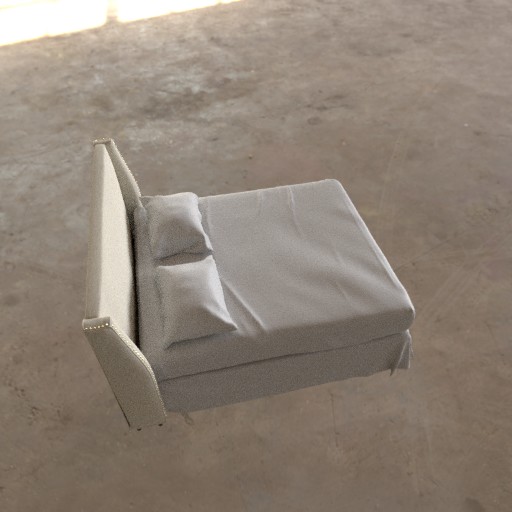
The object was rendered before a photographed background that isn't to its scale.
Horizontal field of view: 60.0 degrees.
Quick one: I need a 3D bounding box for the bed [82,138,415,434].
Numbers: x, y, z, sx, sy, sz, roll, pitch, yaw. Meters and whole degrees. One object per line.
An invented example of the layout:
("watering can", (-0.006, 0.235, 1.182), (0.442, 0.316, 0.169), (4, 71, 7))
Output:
("bed", (0.000, 0.000, 3.543), (2.276, 1.332, 1.925), (-9, 46, -9))
